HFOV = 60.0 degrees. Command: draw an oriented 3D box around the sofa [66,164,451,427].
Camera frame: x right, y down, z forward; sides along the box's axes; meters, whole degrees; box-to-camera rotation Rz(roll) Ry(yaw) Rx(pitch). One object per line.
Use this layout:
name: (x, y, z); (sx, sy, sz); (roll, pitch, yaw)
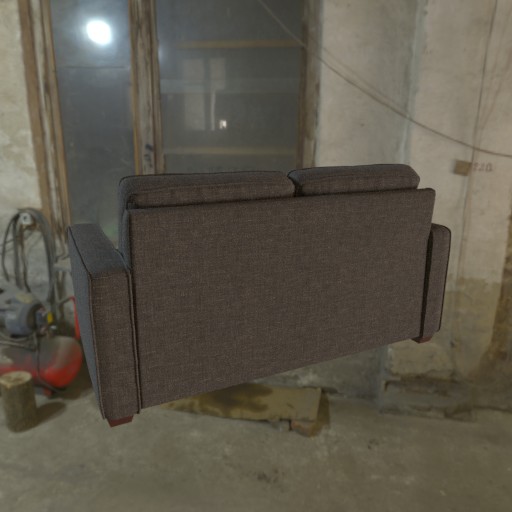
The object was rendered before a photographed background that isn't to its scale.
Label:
sofa: (0.000, 0.000, 2.238); (1.709, 0.918, 0.947); (-8, 17, -25)
